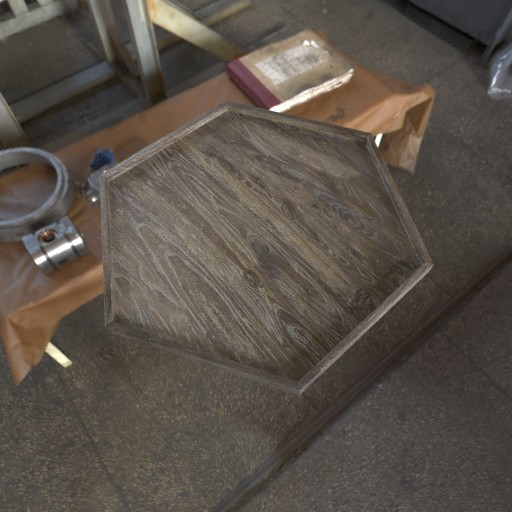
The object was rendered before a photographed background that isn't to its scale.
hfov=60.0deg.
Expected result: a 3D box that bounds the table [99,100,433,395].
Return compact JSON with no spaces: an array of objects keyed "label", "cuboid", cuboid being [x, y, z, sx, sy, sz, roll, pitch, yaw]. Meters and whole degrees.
[{"label":"table","cuboid":[0.000,0.000,1.619,1.115,0.488,0.966,16,61,9]}]
